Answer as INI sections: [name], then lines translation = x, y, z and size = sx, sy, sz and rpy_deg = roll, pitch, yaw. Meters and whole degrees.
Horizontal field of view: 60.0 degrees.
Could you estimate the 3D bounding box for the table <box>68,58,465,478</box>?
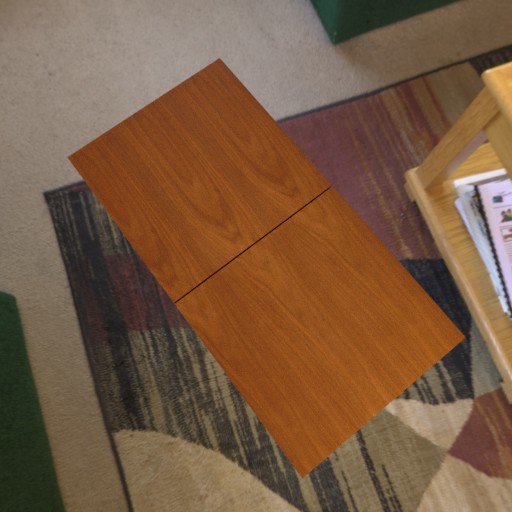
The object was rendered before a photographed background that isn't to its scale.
[table]
translation = 0.000, 0.000, 1.512
size = 0.610, 0.330, 1.194
rpy_deg = -37, 78, -9
